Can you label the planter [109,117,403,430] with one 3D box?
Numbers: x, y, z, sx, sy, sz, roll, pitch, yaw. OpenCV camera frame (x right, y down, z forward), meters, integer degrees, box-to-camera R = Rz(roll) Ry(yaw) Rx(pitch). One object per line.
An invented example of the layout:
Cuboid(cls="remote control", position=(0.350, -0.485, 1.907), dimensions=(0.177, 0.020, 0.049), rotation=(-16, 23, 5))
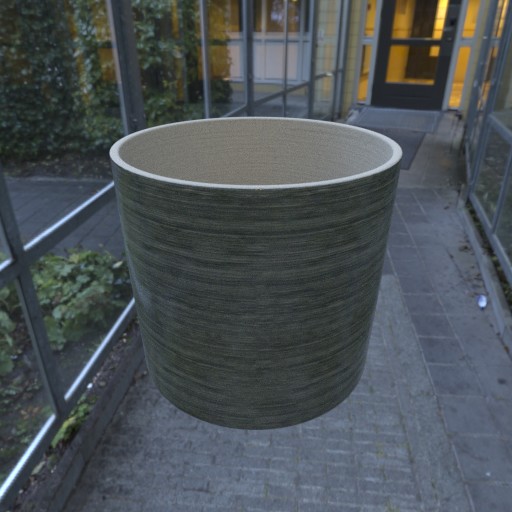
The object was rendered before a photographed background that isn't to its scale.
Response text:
Cuboid(cls="planter", position=(0.000, 0.000, 0.395), dimensions=(0.221, 0.201, 0.221), rotation=(0, 27, 0))
